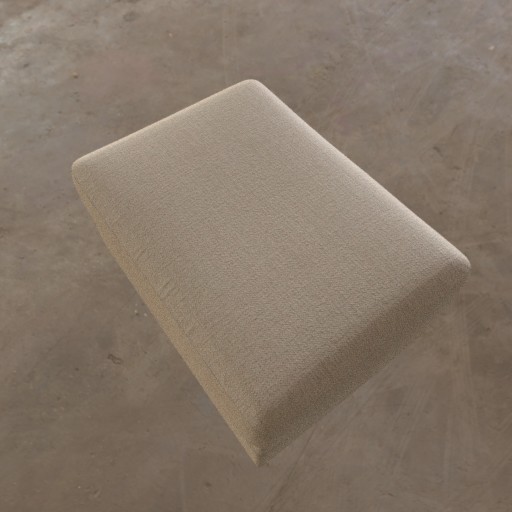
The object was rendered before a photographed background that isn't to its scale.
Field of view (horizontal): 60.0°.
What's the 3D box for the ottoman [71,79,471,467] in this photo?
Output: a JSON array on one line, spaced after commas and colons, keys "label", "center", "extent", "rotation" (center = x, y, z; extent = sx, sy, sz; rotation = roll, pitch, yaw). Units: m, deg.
[{"label": "ottoman", "center": [0.000, 0.000, 1.239], "extent": [0.637, 0.478, 0.885], "rotation": [-32, 63, -19]}]
